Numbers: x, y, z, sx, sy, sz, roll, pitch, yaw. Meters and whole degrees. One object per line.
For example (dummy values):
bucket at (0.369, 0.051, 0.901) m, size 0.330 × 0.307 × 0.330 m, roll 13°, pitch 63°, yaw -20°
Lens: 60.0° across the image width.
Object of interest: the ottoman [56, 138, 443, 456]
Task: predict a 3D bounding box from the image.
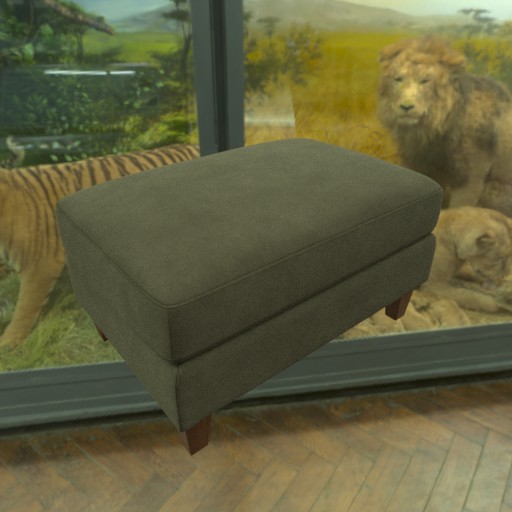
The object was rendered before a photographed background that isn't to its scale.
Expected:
ottoman at (0.000, 0.000, 1.211) m, size 0.864 × 0.483 × 0.584 m, roll -23°, pitch 37°, yaw -33°
